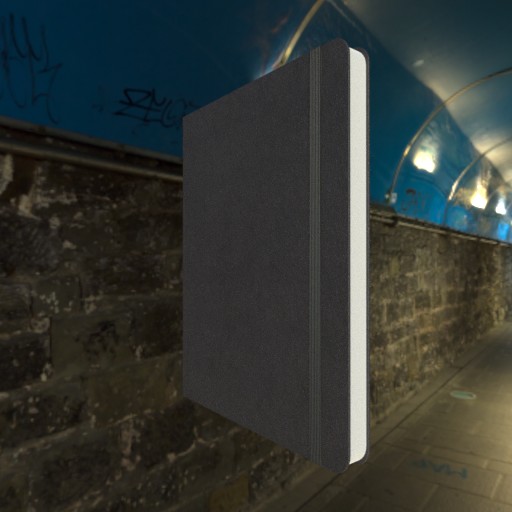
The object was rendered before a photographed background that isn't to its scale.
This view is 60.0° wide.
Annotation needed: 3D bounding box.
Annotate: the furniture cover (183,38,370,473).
[{"bbox_3d":[0.000,0.000,0.368,0.023,0.281,0.216,0,0,-38],"label":"furniture cover"}]
